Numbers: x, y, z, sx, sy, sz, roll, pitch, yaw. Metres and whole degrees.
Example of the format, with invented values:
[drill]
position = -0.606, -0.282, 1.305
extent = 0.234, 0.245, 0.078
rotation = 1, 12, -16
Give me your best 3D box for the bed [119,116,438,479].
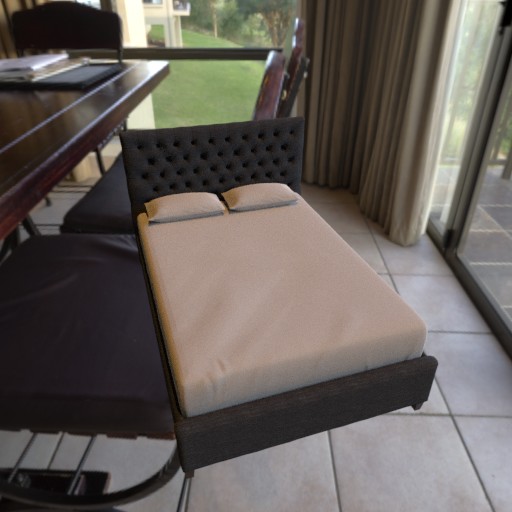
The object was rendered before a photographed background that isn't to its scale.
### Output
[bed]
position = 0.000, 0.000, 3.400
extent = 1.698, 1.427, 2.387
rotation = -10, 33, -15
